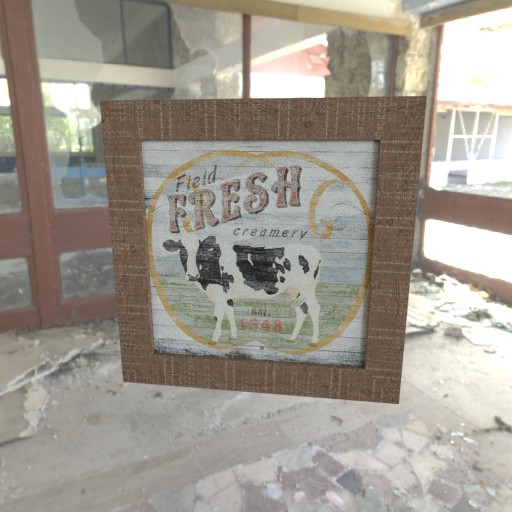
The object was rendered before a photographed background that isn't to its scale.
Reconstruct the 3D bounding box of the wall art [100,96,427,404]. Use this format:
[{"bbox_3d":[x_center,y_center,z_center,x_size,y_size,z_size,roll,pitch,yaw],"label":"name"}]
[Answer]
[{"bbox_3d":[0.000,0.000,0.793,0.531,0.531,0.029,2,15,8],"label":"wall art"}]
